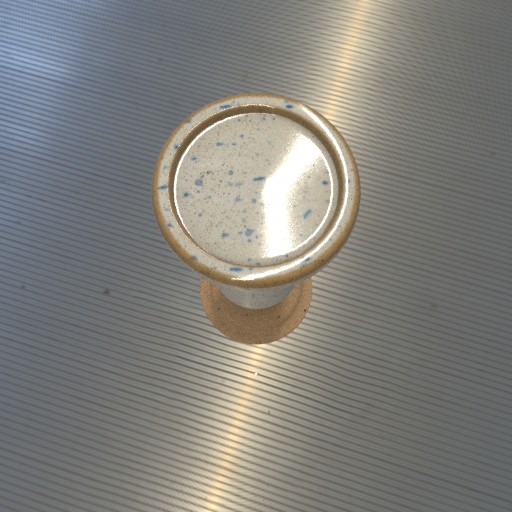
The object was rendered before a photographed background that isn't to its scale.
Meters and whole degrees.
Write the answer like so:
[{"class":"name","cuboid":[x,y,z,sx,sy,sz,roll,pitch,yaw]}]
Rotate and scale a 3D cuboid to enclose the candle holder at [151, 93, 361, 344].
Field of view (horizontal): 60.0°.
[{"class":"candle holder","cuboid":[0.000,0.000,0.254,0.088,0.203,0.088,0,75,0]}]
